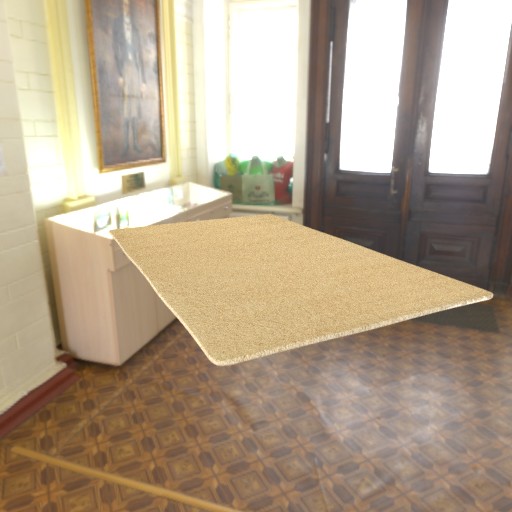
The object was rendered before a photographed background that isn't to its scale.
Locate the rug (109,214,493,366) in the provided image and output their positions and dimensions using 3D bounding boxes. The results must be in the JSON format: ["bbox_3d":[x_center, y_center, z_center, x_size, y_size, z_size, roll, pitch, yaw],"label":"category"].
[{"bbox_3d":[0.000,0.000,2.896,1.500,0.026,2.349,-8,18,-26],"label":"rug"}]
